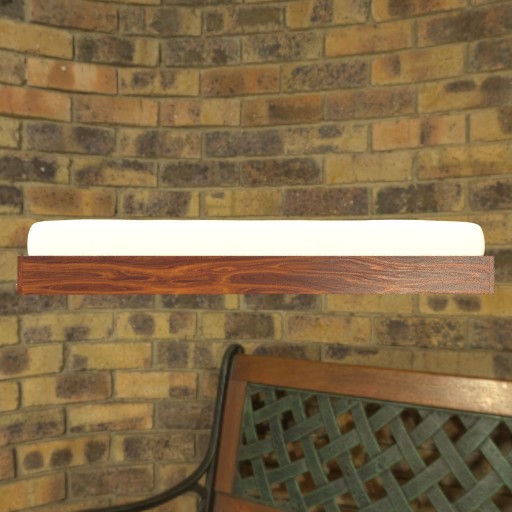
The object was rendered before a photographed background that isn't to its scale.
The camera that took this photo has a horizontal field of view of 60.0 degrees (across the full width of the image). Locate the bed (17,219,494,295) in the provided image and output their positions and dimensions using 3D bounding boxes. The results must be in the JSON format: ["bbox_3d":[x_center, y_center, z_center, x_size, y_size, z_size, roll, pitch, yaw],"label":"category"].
[{"bbox_3d":[0.000,0.000,2.198,1.860,0.312,0.940,0,-1,-2],"label":"bed"}]
